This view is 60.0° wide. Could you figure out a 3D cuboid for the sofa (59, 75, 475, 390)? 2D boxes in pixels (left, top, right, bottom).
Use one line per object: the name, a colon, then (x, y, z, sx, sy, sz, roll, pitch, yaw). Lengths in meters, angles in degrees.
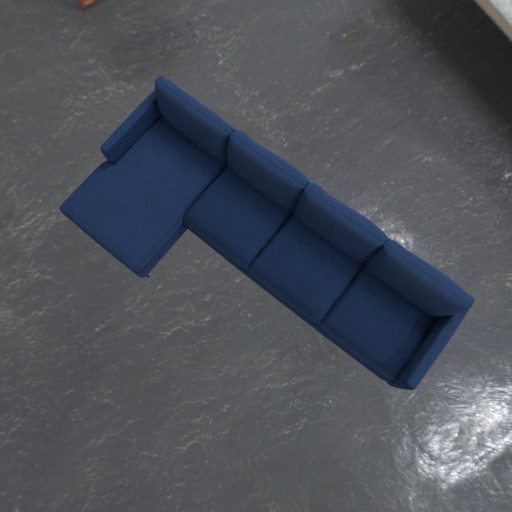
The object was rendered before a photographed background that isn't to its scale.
sofa: (0.000, 0.000, 2.823, 2.450, 0.679, 1.128, 37, 79, 8)
